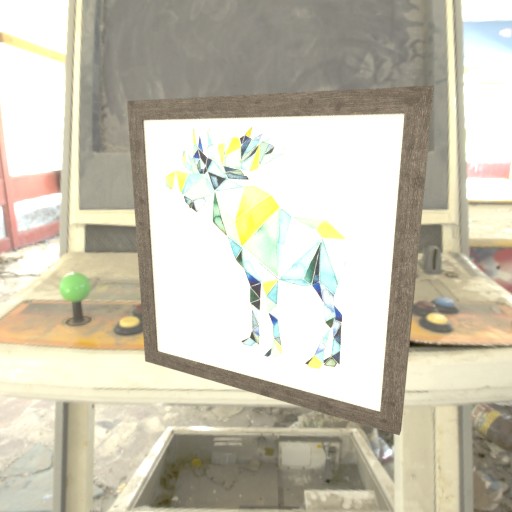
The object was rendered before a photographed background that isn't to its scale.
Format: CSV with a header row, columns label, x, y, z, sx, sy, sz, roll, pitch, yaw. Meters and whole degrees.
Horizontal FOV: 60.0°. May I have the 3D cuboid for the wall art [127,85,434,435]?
label,x,y,z,sx,sy,sz,roll,pitch,yaw
wall art,0.000,0.000,0.666,0.457,0.457,0.013,8,17,27
